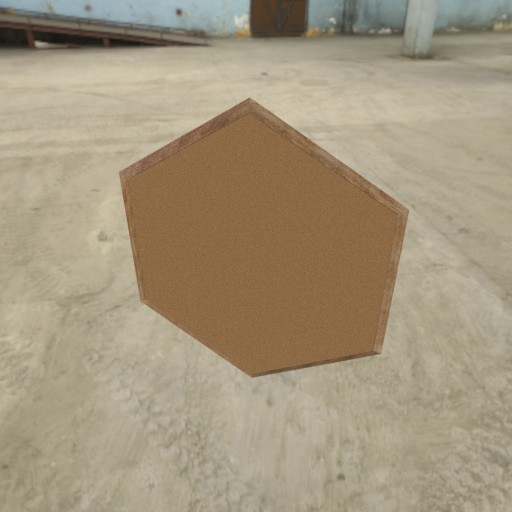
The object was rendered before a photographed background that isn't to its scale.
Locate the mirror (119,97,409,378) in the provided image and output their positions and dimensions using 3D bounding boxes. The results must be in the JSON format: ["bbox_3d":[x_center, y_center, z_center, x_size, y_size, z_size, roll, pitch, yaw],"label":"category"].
[{"bbox_3d":[0.000,0.000,1.113,0.675,0.779,0.091,10,32,16],"label":"mirror"}]
